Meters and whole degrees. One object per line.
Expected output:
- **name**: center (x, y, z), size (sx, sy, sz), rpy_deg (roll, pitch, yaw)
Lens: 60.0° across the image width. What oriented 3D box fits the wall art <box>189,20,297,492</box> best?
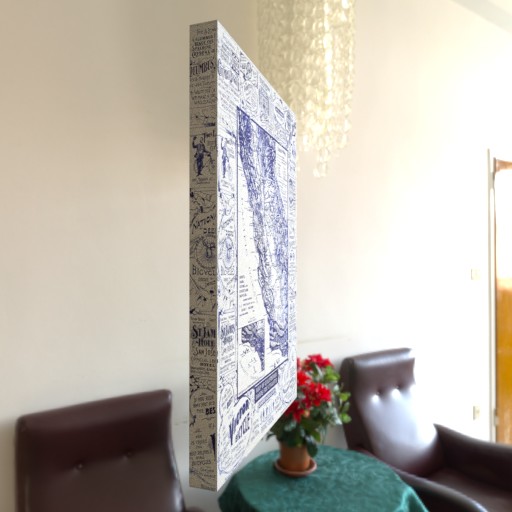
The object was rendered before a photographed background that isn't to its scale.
- **wall art**: center (0.000, 0.000, 0.762), size (0.040, 0.601, 0.408), rpy_deg (0, 0, 20)
